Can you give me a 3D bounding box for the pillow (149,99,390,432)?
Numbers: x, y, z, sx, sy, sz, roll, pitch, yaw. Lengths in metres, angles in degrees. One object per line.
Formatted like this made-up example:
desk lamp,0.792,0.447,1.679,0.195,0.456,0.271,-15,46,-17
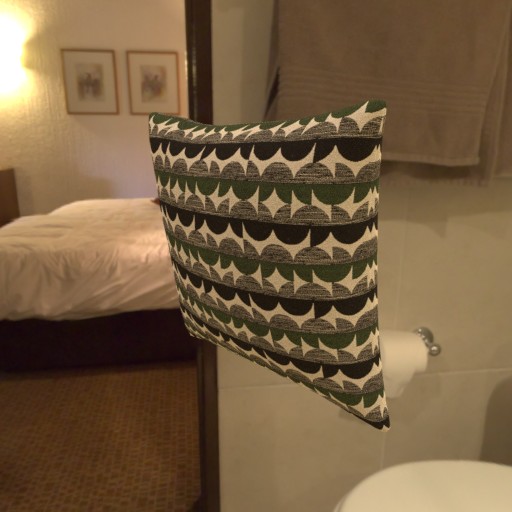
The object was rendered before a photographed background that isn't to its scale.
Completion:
pillow,0.000,0.000,0.635,0.180,0.404,0.419,-15,21,-43
